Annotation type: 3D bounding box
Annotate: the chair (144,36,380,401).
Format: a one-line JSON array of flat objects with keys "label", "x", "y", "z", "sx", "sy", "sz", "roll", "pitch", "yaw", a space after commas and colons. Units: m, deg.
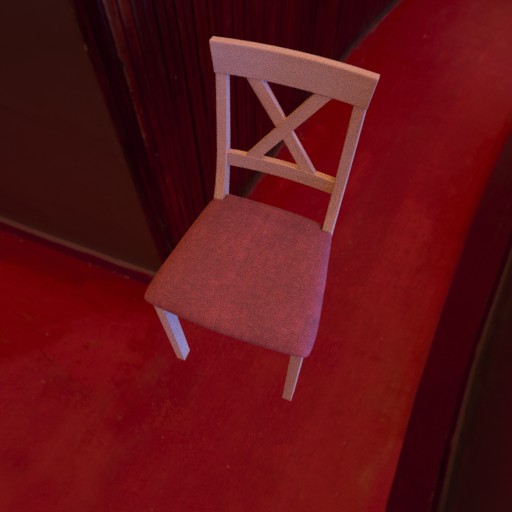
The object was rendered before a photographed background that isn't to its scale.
[{"label": "chair", "x": 0.000, "y": 0.000, "z": 1.203, "sx": 0.439, "sy": 0.912, "sz": 0.492, "roll": 18, "pitch": 60, "yaw": 11}]
